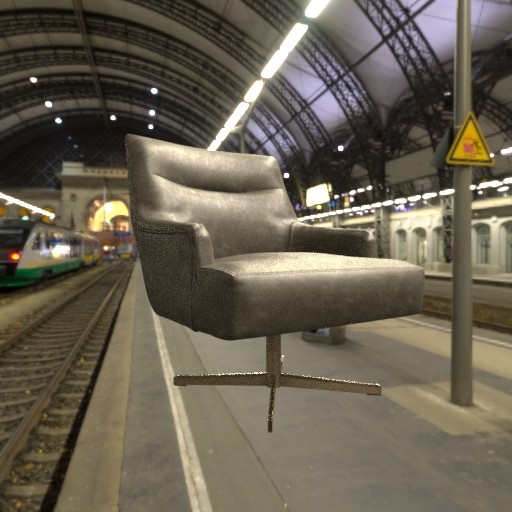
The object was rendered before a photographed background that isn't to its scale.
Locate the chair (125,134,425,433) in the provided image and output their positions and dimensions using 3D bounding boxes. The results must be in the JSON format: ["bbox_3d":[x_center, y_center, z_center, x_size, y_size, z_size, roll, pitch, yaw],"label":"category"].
[{"bbox_3d":[0.000,0.000,1.512,0.738,0.870,0.874,-1,1,-36],"label":"chair"}]
